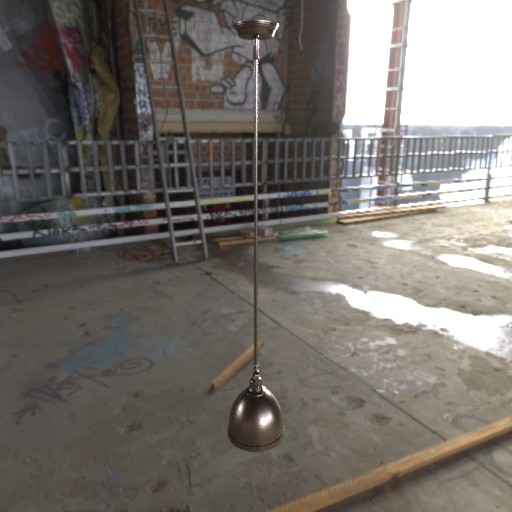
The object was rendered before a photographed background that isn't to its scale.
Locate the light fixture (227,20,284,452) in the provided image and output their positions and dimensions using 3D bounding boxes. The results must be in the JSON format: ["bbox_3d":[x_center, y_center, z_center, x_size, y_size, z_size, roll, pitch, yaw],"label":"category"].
[{"bbox_3d":[0.000,0.000,1.453,0.211,1.367,0.217,-3,17,-9],"label":"light fixture"}]
